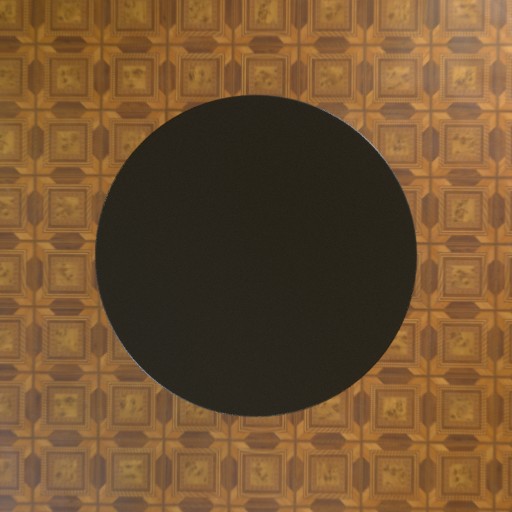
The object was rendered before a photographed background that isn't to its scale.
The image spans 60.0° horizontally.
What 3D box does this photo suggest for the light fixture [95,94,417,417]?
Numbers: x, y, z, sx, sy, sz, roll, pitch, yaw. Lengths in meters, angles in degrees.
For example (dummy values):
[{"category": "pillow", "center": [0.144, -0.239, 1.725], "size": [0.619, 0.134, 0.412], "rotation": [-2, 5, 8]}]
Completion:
[{"category": "light fixture", "center": [0.000, 0.000, 0.432], "size": [0.283, 0.097, 0.283], "rotation": [0, 90, 1]}]
